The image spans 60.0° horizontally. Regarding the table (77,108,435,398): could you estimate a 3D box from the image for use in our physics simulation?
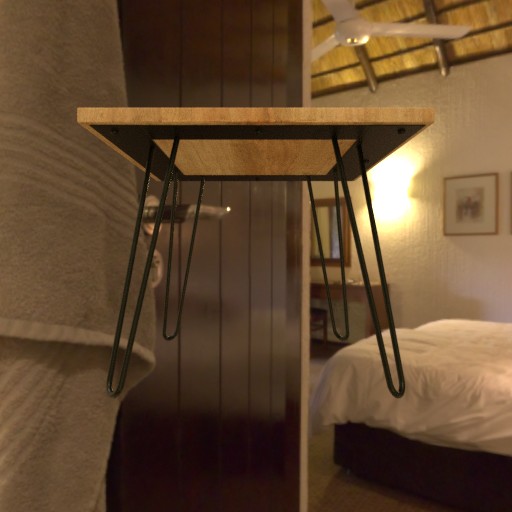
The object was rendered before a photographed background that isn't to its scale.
[{"bbox_3d":[0.000,0.000,1.041,0.599,0.500,0.599,0,0,0],"label":"table"}]
